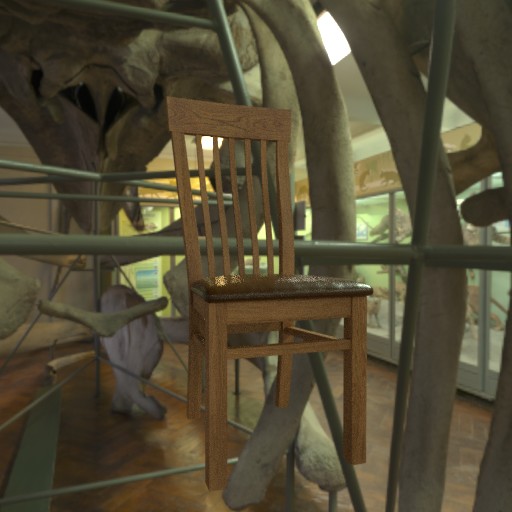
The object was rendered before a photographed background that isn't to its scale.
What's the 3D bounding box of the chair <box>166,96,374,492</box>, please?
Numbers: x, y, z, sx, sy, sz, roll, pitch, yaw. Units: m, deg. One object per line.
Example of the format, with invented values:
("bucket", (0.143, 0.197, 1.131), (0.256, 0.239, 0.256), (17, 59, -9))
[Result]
("chair", (0.000, 0.000, 1.310), (0.450, 1.050, 0.580), (0, 1, -19))
